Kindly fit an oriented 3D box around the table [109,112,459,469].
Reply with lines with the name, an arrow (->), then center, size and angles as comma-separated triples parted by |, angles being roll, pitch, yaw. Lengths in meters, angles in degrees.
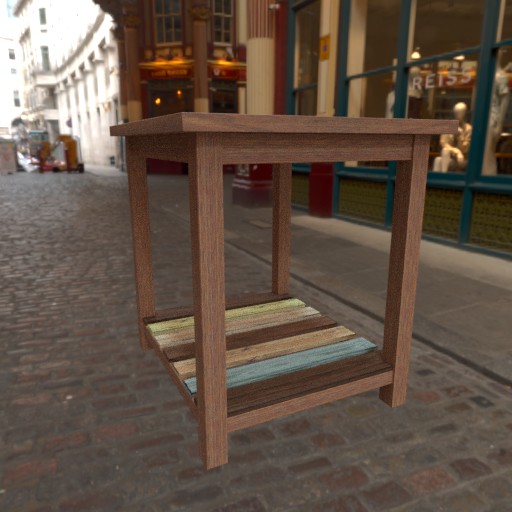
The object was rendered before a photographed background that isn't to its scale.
table -> 0.000, 0.000, 1.111 | 0.559, 0.635, 0.660 | -7, 16, -25
